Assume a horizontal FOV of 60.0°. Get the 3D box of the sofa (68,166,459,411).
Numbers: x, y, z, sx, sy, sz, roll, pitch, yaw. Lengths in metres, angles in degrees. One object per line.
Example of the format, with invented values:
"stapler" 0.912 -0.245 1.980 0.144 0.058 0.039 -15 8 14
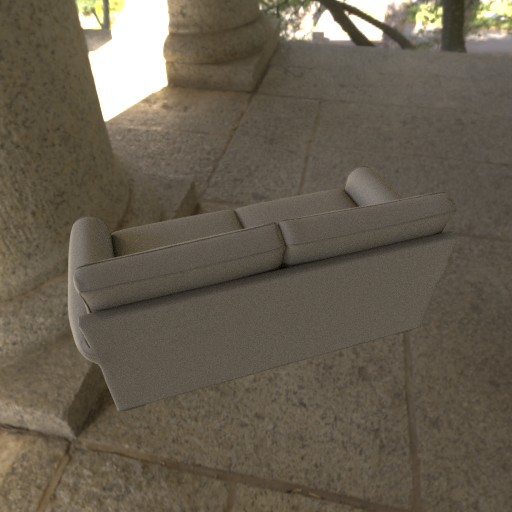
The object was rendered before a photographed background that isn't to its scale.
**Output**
"sofa" 0.000 0.000 2.433 1.930 0.952 0.940 -12 44 -13
